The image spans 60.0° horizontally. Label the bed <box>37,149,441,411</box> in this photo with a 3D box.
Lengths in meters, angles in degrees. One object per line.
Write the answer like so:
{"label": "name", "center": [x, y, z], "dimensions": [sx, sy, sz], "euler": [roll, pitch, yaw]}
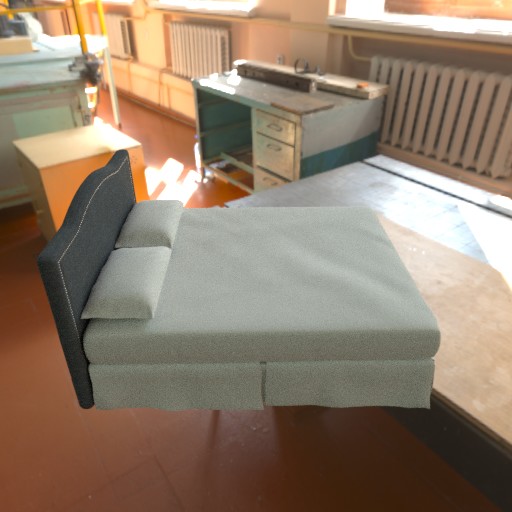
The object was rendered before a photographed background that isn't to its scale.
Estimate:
{"label": "bed", "center": [0.000, 0.000, 3.860], "dimensions": [2.689, 1.457, 2.161], "euler": [-1, 32, -1]}
